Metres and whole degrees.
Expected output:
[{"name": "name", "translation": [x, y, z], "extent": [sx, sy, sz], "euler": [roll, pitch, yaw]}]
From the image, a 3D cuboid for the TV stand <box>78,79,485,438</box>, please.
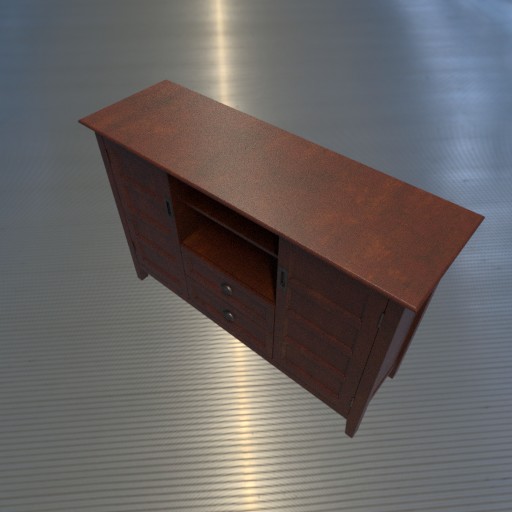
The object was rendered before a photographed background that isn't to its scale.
[{"name": "TV stand", "translation": [0.000, 0.000, 1.806], "extent": [1.372, 0.915, 0.445], "euler": [31, 54, 26]}]
